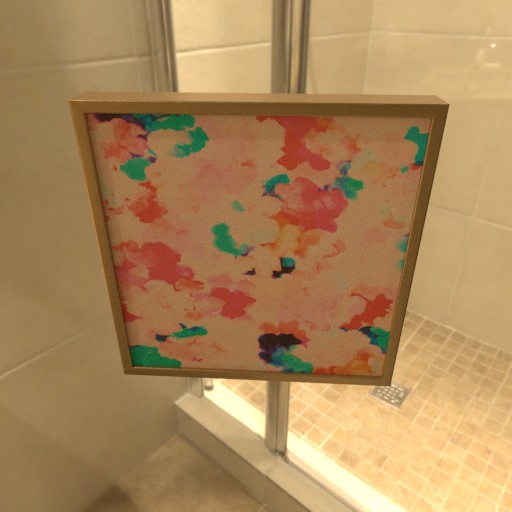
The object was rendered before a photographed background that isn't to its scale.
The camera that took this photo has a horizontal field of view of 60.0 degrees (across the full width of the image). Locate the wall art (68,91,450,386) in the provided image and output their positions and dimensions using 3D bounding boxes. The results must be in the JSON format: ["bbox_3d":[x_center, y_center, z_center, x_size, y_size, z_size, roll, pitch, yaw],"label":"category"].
[{"bbox_3d":[0.000,0.000,0.445,0.304,0.305,0.038,2,30,3],"label":"wall art"}]
